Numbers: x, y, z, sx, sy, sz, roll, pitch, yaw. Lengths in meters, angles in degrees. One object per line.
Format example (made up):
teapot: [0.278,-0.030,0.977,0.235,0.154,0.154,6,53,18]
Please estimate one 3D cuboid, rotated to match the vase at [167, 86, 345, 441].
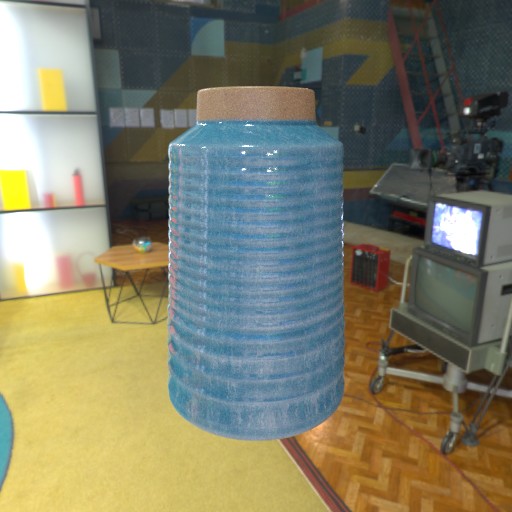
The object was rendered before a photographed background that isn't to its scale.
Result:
vase: [0.000,0.000,0.382,0.163,0.267,0.163,0,17,0]
